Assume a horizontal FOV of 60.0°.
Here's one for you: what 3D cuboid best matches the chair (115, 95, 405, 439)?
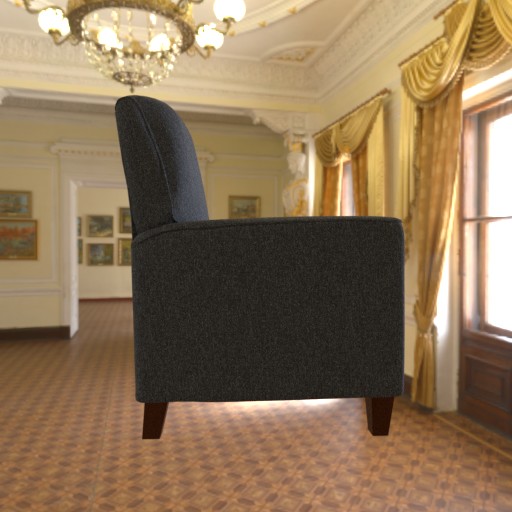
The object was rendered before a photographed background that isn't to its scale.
[{"bbox_3d":[0.000,0.000,1.611,0.850,1.016,0.839,0,1,-2],"label":"chair"}]
